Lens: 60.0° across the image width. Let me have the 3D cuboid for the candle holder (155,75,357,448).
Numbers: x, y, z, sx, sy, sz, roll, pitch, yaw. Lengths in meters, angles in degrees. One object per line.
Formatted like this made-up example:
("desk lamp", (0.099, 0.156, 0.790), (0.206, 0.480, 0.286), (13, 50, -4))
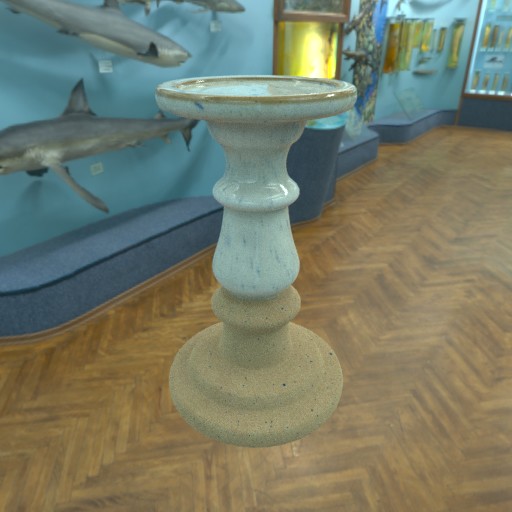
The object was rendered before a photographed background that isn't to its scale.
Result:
("candle holder", (0.000, 0.000, 0.276), (0.123, 0.202, 0.123), (0, 27, 0))
